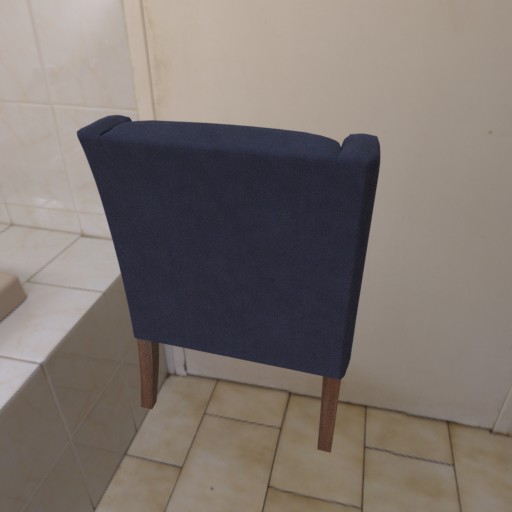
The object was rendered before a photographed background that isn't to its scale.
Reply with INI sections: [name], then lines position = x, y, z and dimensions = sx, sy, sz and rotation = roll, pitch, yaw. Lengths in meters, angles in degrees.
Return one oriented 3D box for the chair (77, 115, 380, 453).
[chair]
position = 0.000, 0.000, 1.323
dimensions = 0.629, 0.895, 0.629
rotation = 8, 32, 13
